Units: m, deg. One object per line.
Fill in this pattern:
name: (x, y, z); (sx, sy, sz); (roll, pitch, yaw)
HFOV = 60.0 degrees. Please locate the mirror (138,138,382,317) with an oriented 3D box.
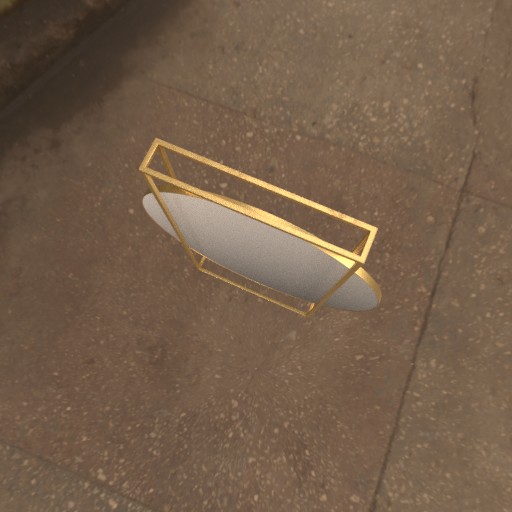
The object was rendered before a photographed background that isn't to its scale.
mirror: (0.000, 0.000, 0.862); (0.508, 0.603, 0.051); (23, 77, 6)
